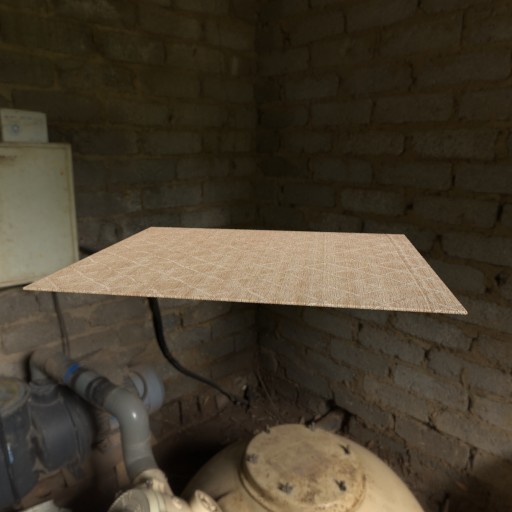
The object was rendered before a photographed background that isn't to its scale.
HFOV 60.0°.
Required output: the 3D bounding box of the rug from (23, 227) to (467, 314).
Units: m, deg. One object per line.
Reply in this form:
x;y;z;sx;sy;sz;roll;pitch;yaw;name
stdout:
0.000;0.000;4.134;3.039;0.019;2.420;2;15;9;rug
